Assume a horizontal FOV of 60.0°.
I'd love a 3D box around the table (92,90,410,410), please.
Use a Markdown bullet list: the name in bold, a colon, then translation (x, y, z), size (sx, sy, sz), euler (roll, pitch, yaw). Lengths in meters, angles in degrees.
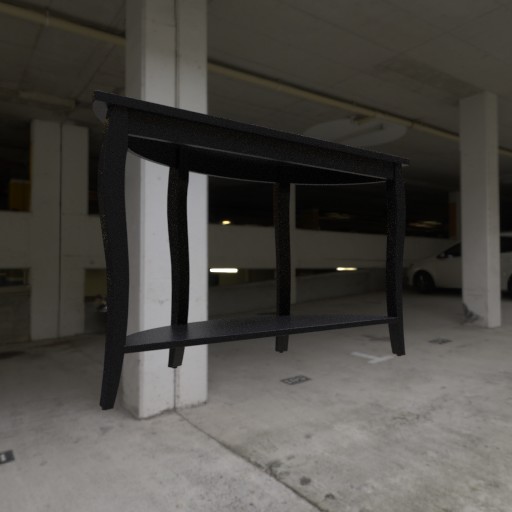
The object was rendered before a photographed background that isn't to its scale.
- **table**: translation (0.000, 0.000, 1.570), size (1.219, 0.780, 0.394), euler (1, -1, -35)
